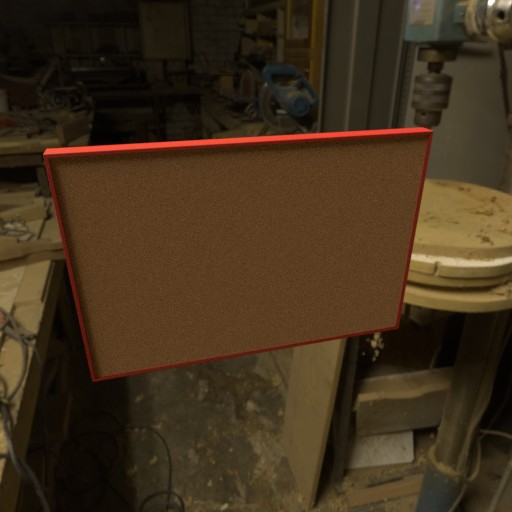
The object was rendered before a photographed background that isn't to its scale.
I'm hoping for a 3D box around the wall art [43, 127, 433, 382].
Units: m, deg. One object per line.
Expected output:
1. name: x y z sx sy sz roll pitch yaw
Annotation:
1. wall art: 0.000 0.000 0.776 0.607 0.405 0.033 -7 28 -13
